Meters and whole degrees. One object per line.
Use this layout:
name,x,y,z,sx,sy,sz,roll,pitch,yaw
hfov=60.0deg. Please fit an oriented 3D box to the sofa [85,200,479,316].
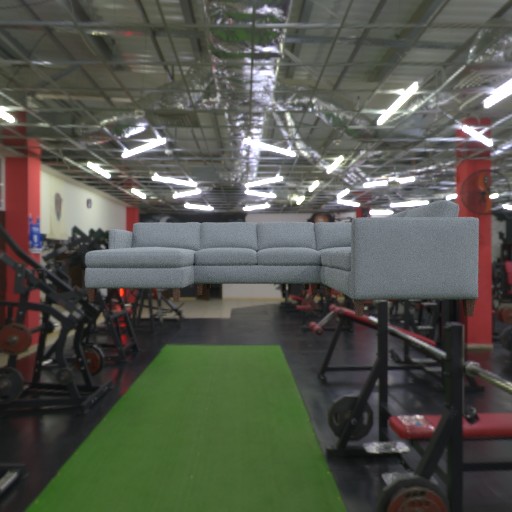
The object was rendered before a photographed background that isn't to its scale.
sofa,0.000,0.000,4.399,3.238,0.853,2.551,0,0,1
